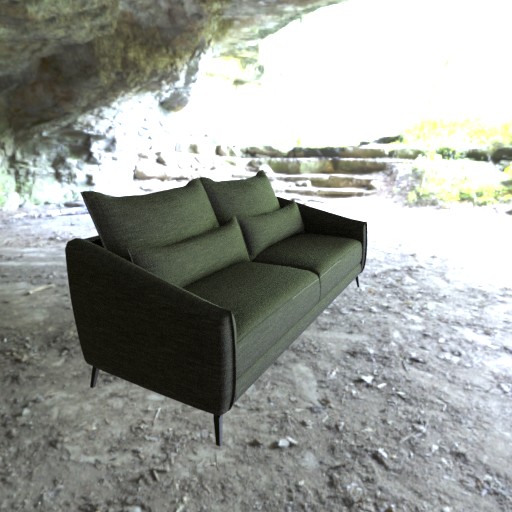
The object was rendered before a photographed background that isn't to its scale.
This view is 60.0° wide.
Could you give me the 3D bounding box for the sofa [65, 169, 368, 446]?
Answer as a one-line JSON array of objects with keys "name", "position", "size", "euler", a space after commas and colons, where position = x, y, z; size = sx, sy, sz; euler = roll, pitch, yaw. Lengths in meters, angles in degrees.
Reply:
[{"name": "sofa", "position": [0.000, 0.000, 2.467], "size": [0.807, 0.843, 2.019], "euler": [7, 16, 26]}]
